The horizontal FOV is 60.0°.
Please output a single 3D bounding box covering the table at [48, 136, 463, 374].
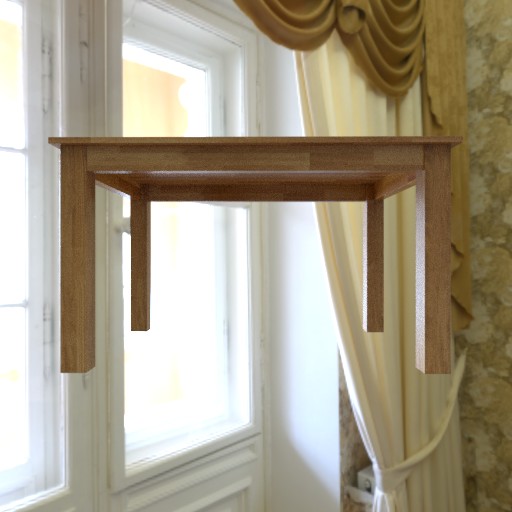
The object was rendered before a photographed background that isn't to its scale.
[{"bbox_3d":[0.000,0.000,1.840,1.300,0.750,0.900,0,0,1],"label":"table"}]
